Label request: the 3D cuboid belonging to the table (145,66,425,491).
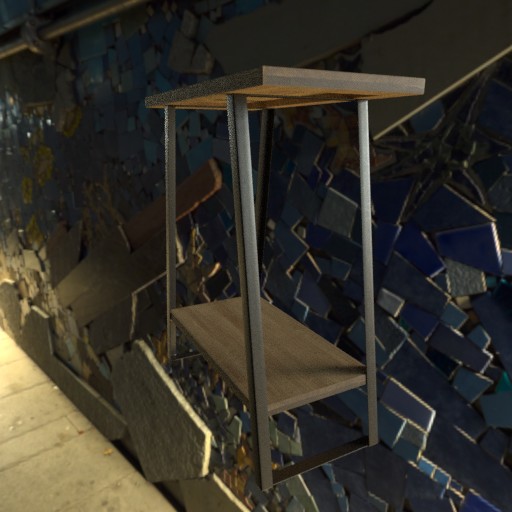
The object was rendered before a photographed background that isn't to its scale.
[{"bbox_3d":[0.000,0.000,0.993,0.300,0.701,0.599,-8,17,-27],"label":"table"}]
